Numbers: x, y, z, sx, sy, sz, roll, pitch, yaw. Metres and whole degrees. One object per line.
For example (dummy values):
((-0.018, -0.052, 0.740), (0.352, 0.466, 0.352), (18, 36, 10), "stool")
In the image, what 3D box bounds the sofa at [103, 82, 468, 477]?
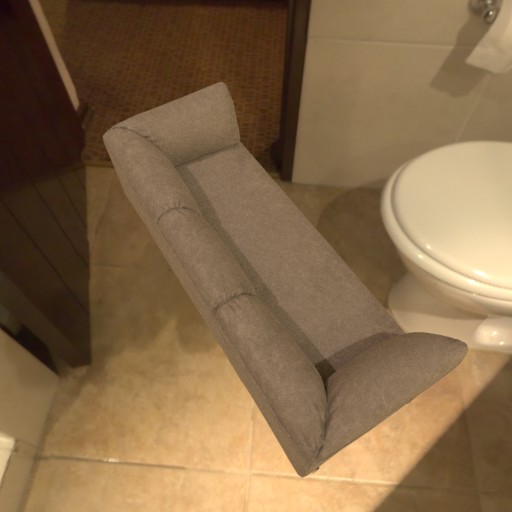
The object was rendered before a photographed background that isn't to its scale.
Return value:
((0.000, 0.000, 2.613), (0.899, 0.758, 2.238), (-28, 63, -16), "sofa")
